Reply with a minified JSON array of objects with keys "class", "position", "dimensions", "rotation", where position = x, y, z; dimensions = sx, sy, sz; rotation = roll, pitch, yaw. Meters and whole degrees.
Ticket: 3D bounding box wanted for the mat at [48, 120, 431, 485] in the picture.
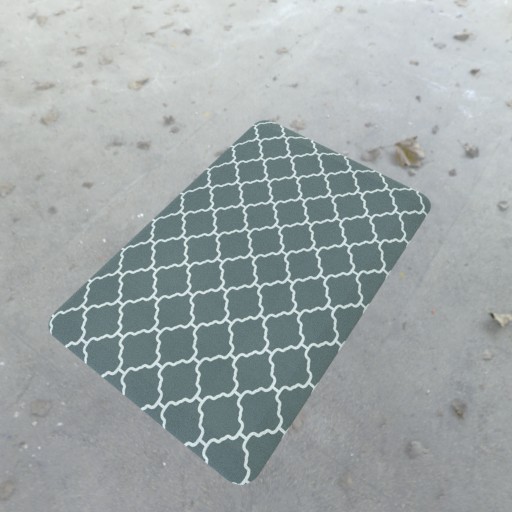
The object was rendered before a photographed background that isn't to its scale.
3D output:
[{"class":"mat","position":[0.000,0.000,0.961],"dimensions":[0.508,0.021,0.762],"rotation":[31,63,18]}]
